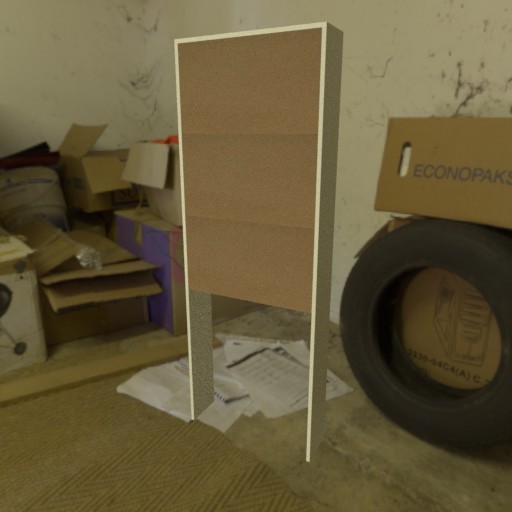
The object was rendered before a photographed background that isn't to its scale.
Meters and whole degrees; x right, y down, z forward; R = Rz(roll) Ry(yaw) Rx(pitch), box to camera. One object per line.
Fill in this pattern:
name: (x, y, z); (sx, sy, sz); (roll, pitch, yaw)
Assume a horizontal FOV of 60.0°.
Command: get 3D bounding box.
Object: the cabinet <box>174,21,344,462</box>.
cabinet: (0.000, 0.000, 1.957); (0.643, 1.770, 0.192); (8, 18, 27)
